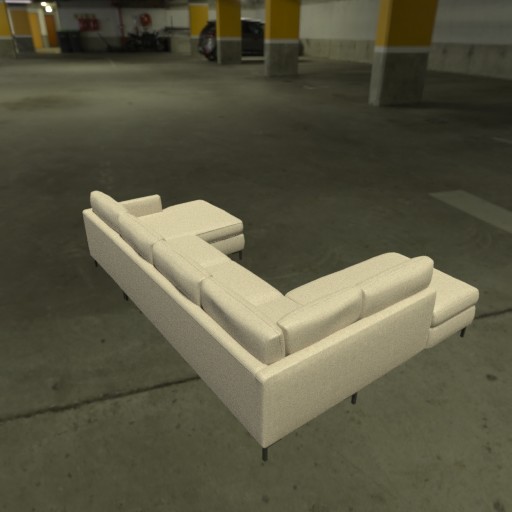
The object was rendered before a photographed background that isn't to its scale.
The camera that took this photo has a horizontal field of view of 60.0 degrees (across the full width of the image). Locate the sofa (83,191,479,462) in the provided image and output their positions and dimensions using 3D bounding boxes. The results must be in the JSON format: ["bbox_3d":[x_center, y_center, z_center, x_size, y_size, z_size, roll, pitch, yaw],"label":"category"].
[{"bbox_3d":[0.000,0.000,3.547,1.879,0.756,2.737,-18,32,-32],"label":"sofa"}]
